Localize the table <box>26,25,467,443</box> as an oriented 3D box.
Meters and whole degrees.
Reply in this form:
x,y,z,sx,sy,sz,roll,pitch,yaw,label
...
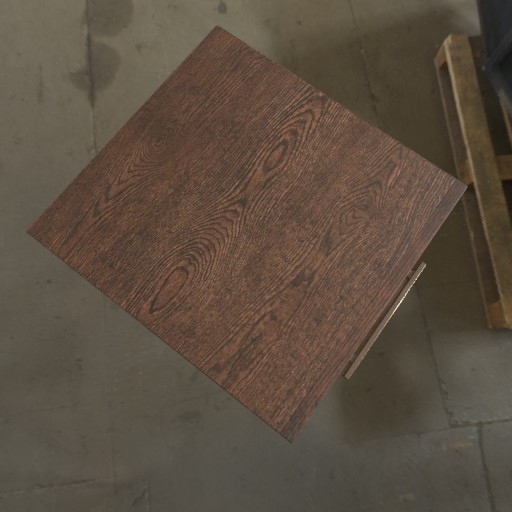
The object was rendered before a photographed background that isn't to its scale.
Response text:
x,y,z,sx,sy,sz,roll,pitch,yaw,label
0.000,0.000,1.016,0.566,0.582,0.506,36,79,9,table
